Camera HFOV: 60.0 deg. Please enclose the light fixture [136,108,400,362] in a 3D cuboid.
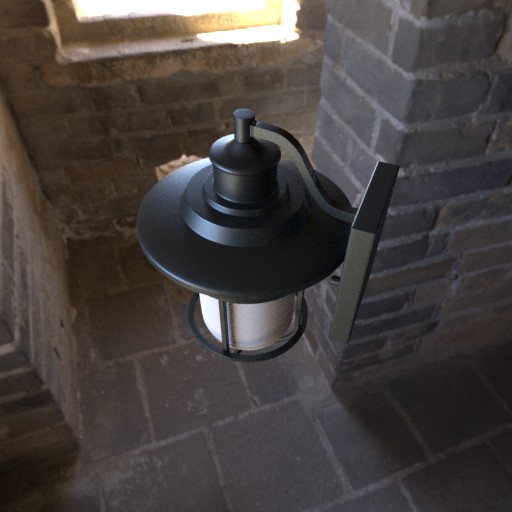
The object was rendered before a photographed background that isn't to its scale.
[{"bbox_3d":[0.000,0.000,0.506,0.252,0.345,0.222,17,48,16],"label":"light fixture"}]
